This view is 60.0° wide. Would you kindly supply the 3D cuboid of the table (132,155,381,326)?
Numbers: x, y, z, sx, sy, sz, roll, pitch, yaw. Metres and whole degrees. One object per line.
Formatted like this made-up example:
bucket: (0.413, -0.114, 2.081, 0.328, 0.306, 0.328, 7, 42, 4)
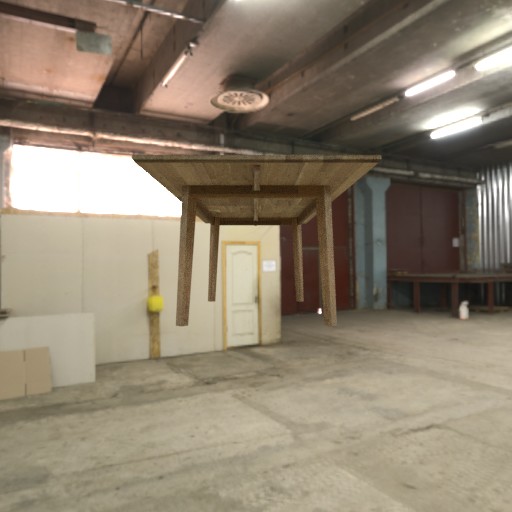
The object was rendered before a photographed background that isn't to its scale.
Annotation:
table: (0.000, 0.000, 3.070, 1.000, 0.752, 2.603, 0, -1, 0)
